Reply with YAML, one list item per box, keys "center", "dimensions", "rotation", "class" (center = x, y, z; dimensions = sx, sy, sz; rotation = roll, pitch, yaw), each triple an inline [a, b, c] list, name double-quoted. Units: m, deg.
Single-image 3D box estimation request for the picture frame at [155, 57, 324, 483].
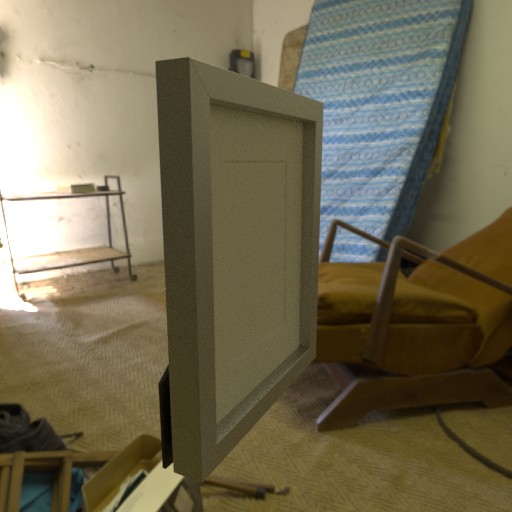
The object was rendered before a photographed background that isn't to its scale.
- center: [0.000, 0.000, 0.393]
  dimensions: [0.036, 0.282, 0.233]
  rotation: [6, 14, 27]
  class: "picture frame"
